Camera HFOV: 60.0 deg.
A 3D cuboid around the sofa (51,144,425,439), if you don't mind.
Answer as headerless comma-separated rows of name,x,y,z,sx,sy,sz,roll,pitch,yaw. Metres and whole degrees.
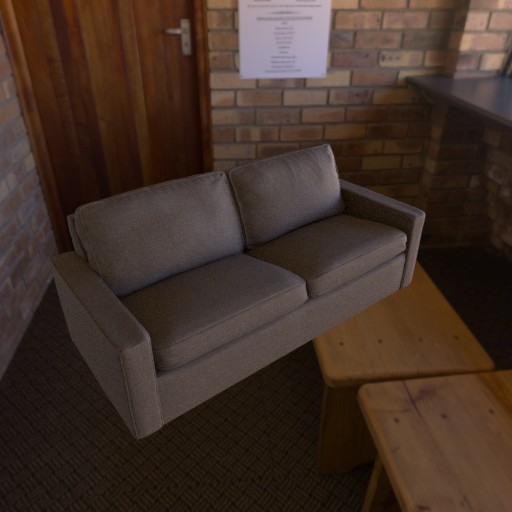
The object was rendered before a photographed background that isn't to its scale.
sofa,0.000,0.000,2.625,2.080,0.919,0.940,-22,37,-32
